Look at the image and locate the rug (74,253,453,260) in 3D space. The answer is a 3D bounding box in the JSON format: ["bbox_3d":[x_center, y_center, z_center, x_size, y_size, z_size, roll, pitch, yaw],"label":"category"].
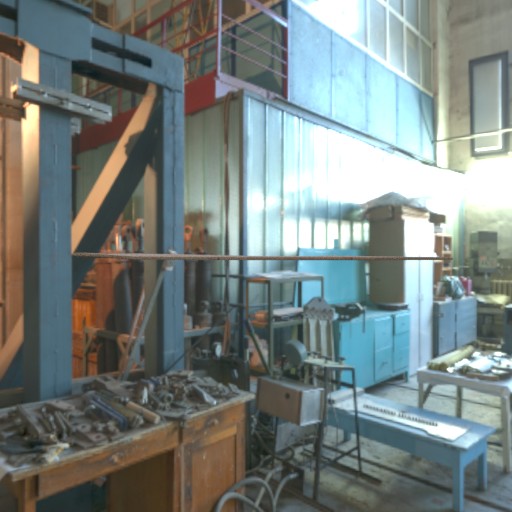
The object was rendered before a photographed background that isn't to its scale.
[{"bbox_3d":[0.000,0.000,2.325,1.230,0.025,1.837,0,0,-2],"label":"rug"}]
